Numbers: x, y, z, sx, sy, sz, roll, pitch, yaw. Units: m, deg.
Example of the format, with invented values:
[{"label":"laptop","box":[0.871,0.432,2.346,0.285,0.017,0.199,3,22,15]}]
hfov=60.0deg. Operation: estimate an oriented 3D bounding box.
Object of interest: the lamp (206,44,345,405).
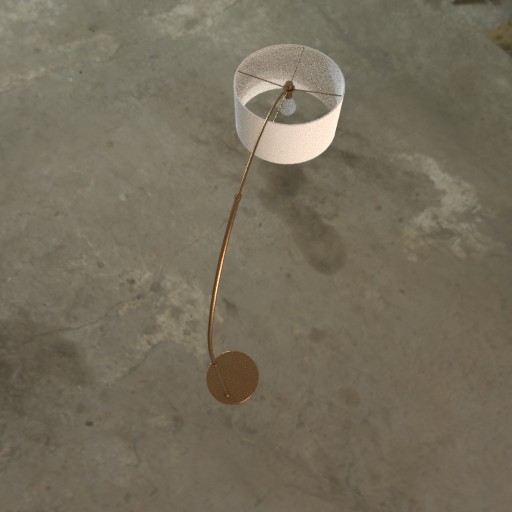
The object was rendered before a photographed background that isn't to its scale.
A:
[{"label":"lamp","box":[0.000,0.000,2.526,0.493,1.927,1.434,17,65,8]}]
